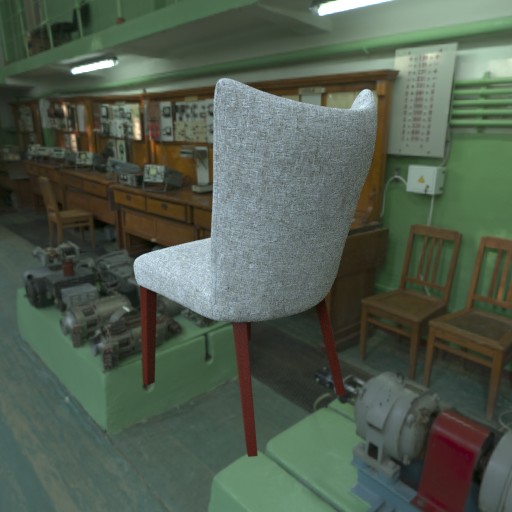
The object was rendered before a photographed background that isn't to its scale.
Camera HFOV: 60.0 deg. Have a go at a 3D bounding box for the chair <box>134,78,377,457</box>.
[{"bbox_3d":[0.000,0.000,1.301,0.535,0.924,0.623,-15,23,-41],"label":"chair"}]
